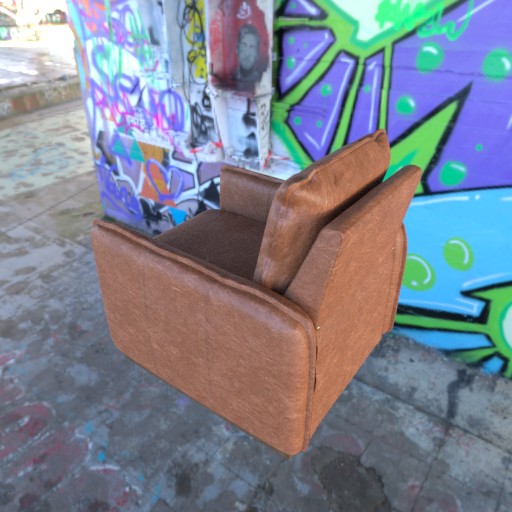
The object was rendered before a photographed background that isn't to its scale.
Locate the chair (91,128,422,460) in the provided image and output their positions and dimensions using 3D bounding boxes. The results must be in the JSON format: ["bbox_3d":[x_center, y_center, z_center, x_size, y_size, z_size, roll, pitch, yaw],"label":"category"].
[{"bbox_3d":[0.000,0.000,1.633,0.922,0.922,0.830,20,36,30],"label":"chair"}]
